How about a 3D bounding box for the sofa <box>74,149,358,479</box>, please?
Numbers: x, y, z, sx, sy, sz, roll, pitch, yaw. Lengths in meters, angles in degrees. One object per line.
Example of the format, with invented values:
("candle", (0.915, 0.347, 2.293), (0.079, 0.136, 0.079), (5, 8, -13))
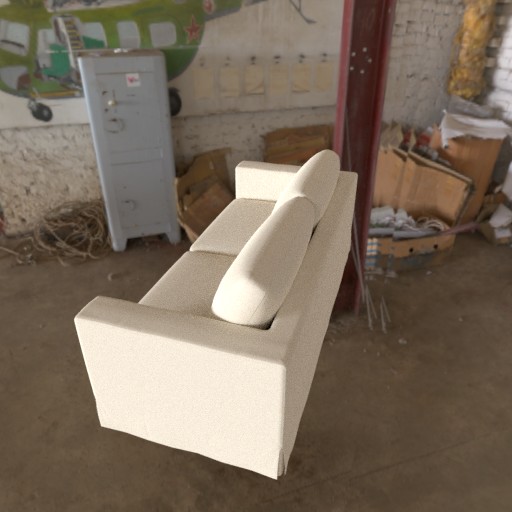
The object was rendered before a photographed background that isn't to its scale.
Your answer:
("sofa", (0.000, 0.000, 2.711), (0.954, 0.881, 2.163), (9, 32, 15))
